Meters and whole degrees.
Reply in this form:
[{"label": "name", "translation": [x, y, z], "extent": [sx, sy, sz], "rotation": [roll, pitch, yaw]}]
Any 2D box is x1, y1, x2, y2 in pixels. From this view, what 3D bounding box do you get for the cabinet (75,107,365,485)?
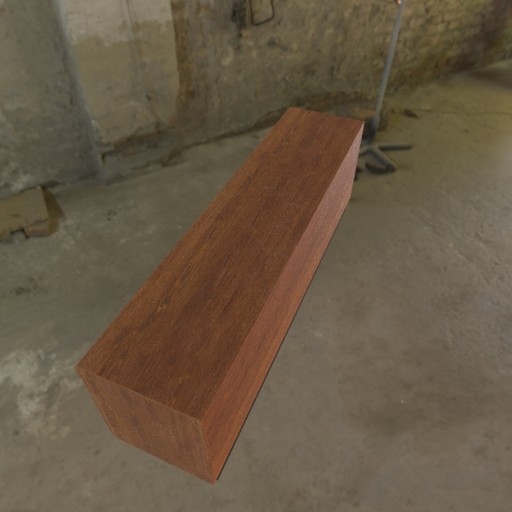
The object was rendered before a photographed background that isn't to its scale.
[{"label": "cabinet", "translation": [0.000, 0.000, 1.822], "extent": [0.419, 0.510, 1.600], "rotation": [17, 47, 17]}]
